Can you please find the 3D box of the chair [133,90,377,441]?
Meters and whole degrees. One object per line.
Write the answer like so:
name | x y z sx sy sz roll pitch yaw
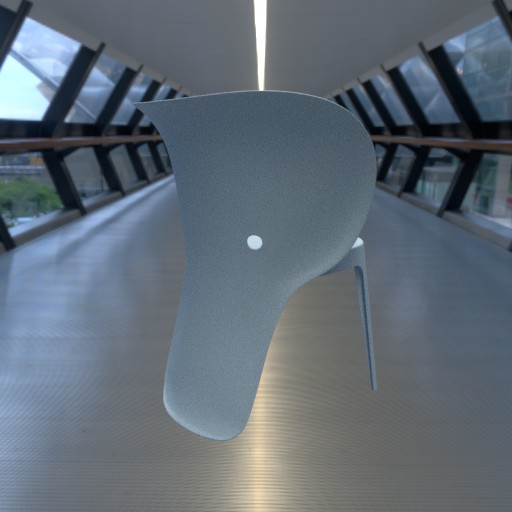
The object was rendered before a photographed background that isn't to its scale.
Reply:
chair | 0.000 0.000 0.851 0.402 0.554 0.451 -14 20 -43
